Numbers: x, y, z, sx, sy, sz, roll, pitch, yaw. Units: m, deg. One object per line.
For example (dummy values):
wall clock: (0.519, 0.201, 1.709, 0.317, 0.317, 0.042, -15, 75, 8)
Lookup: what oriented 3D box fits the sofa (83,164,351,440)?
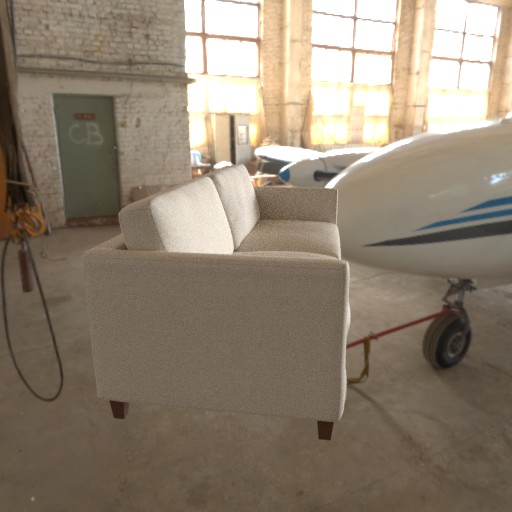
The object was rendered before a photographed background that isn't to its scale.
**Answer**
sofa: (0.000, 0.000, 2.471, 0.965, 0.889, 1.981, 2, 16, 9)
